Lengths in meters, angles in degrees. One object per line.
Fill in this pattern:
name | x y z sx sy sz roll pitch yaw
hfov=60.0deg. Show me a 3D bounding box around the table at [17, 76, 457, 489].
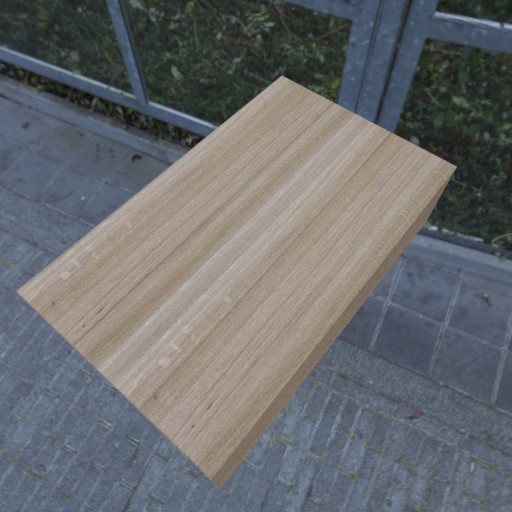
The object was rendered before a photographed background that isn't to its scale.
table | 0.000 0.000 1.394 0.678 0.353 1.110 35 65 19
